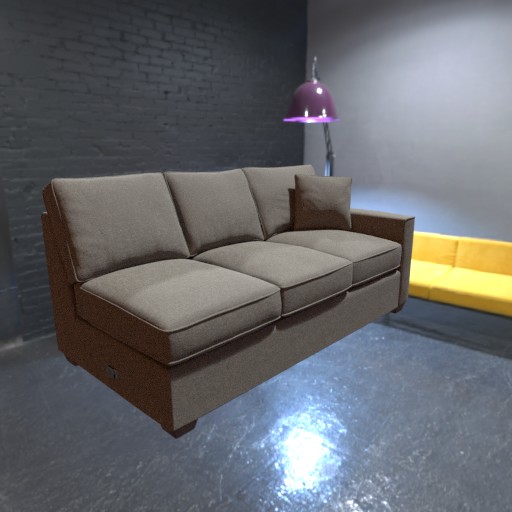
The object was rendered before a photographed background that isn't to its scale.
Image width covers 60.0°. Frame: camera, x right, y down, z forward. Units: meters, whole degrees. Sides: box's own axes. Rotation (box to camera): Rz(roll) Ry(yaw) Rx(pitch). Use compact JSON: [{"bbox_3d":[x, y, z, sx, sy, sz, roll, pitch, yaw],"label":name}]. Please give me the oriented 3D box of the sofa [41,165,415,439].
[{"bbox_3d":[0.000,0.000,2.522,1.034,0.946,1.963,13,19,42],"label":"sofa"}]
